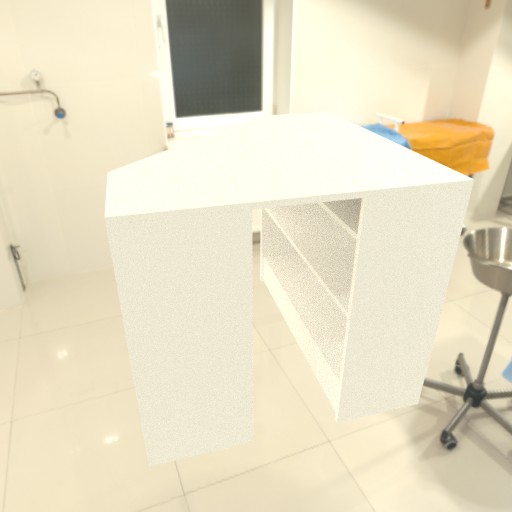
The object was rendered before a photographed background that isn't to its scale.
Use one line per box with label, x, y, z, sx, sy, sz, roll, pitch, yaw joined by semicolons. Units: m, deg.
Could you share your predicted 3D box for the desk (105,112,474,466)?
desk;0.000;0.000;1.646;0.926;0.818;0.940;-7;30;-13
